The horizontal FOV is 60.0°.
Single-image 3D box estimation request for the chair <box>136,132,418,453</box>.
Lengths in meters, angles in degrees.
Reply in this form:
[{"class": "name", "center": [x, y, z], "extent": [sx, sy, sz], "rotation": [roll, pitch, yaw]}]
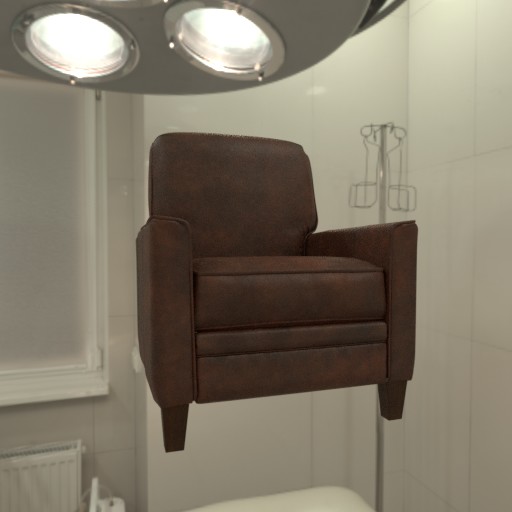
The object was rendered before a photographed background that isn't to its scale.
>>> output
[{"class": "chair", "center": [0.000, 0.000, 1.641], "extent": [0.843, 1.043, 0.836], "rotation": [-1, 2, -18]}]
